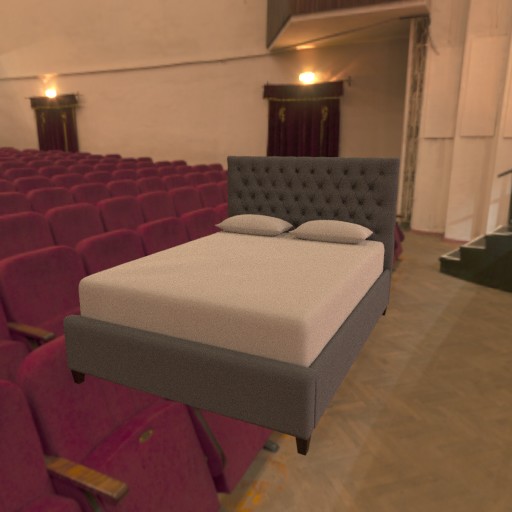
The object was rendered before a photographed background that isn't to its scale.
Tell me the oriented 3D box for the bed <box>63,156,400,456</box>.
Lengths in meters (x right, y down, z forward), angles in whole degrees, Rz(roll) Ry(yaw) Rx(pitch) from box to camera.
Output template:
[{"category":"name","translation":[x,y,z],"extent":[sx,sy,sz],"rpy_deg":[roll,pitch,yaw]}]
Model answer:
[{"category":"bed","translation":[0.000,0.000,3.366],"extent":[1.698,1.427,2.231],"rpy_deg":[7,16,25]}]
